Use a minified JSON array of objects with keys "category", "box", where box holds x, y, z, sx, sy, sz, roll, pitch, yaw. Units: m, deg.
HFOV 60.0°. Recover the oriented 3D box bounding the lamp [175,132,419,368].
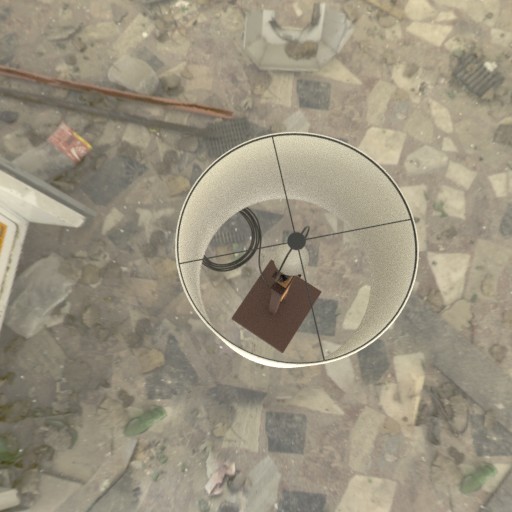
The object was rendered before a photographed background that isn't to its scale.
[{"category":"lamp","box":[0.000,0.000,0.985,0.525,0.668,0.396,33,78,8]}]
